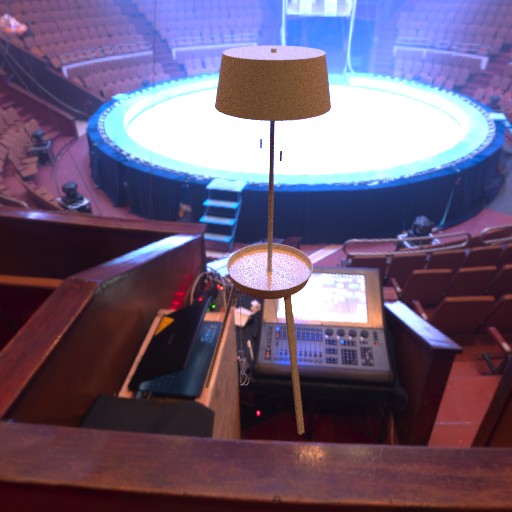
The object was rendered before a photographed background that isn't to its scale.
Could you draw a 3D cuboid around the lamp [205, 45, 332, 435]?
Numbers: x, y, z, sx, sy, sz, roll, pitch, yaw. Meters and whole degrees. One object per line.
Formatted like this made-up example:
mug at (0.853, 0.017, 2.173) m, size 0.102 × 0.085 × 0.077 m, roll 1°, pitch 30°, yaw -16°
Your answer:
lamp at (0.000, 0.000, 1.672) m, size 0.468 × 1.429 × 0.508 m, roll 0°, pitch 32°, yaw 0°
